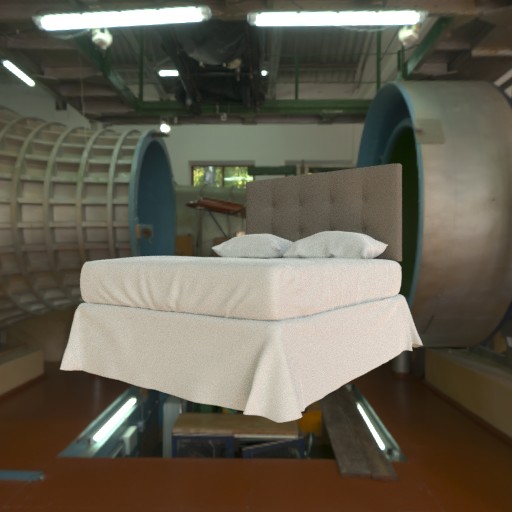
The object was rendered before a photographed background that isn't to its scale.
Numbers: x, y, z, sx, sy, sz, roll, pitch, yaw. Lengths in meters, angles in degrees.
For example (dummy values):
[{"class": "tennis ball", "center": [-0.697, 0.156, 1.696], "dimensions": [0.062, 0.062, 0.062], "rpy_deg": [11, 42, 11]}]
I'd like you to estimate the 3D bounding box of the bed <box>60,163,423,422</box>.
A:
[{"class": "bed", "center": [0.000, 0.000, 3.423], "dimensions": [1.936, 1.577, 2.222], "rpy_deg": [0, 0, 36]}]
